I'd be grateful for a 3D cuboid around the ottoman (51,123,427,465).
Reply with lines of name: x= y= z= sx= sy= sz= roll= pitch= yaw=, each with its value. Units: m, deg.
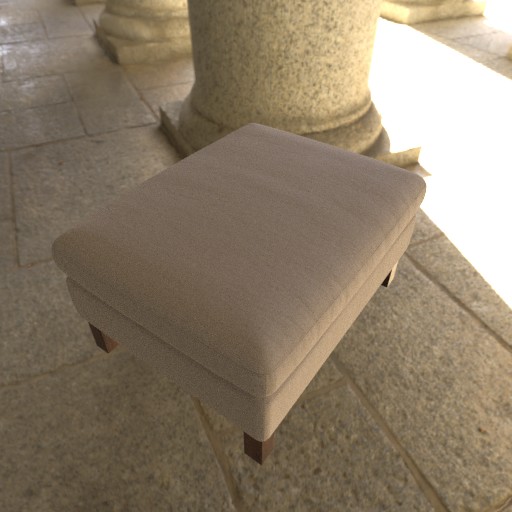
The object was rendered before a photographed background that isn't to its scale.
ottoman: x=0.000 y=0.000 z=1.157 sx=0.606 sy=0.420 sz=0.771 roll=25 pitch=47 yaw=26
